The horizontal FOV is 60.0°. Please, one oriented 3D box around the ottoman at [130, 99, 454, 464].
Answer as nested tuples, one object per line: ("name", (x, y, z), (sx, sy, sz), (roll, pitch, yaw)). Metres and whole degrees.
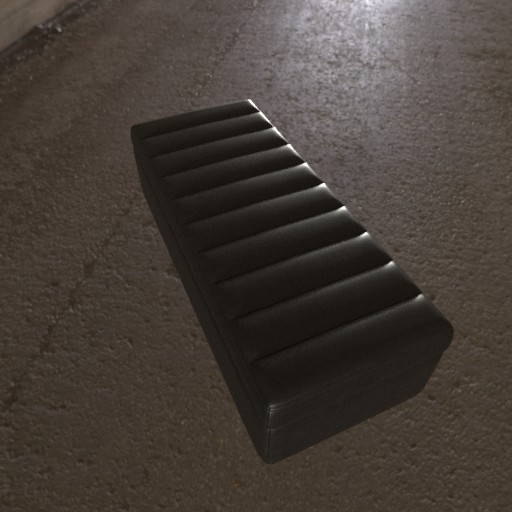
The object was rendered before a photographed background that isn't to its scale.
("ottoman", (0.000, 0.000, 1.416), (0.482, 0.469, 1.151), (-18, 50, -16))
